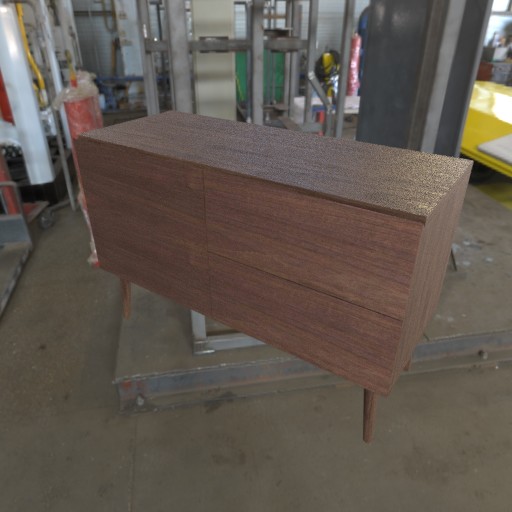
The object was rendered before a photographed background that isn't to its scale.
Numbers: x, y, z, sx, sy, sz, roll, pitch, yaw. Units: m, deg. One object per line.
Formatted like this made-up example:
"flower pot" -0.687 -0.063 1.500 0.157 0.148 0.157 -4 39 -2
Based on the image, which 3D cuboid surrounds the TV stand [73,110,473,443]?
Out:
"TV stand" 0.000 0.000 1.327 0.990 0.660 0.405 19 35 29
